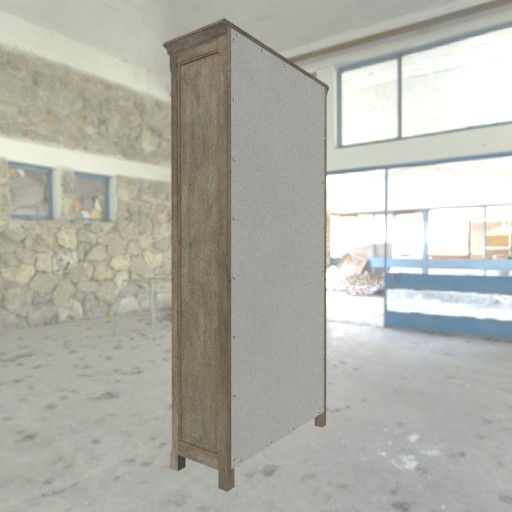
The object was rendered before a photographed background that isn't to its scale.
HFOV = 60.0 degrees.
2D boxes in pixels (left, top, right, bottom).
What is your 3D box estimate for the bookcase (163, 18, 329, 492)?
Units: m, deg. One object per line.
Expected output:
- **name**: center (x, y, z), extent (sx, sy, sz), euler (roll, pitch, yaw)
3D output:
- **bookcase**: center (0.000, 0.000, 2.207), extent (0.348, 1.880, 0.906), euler (0, 1, 36)
